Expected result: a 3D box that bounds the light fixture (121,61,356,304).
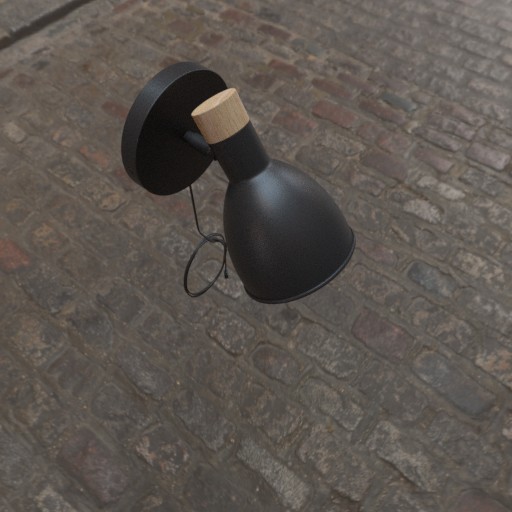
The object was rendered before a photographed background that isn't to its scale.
[{"bbox_3d":[0.000,0.000,0.500,0.203,0.401,0.127,34,64,19],"label":"light fixture"}]
